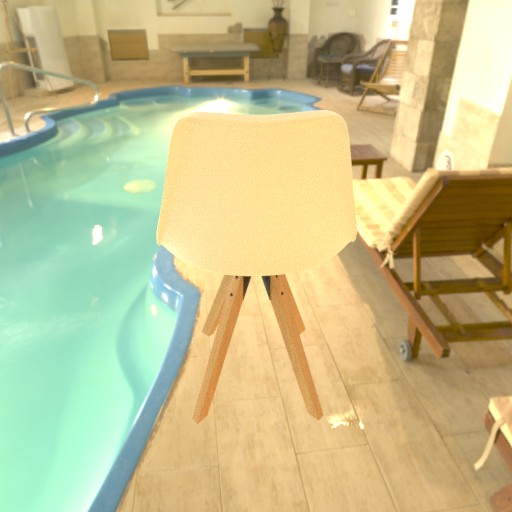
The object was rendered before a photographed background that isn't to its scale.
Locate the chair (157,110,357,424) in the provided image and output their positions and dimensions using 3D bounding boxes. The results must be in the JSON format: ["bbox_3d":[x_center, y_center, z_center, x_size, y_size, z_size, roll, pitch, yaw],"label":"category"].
[{"bbox_3d":[0.000,0.000,1.170,0.485,0.849,0.550,-1,30,-2],"label":"chair"}]
